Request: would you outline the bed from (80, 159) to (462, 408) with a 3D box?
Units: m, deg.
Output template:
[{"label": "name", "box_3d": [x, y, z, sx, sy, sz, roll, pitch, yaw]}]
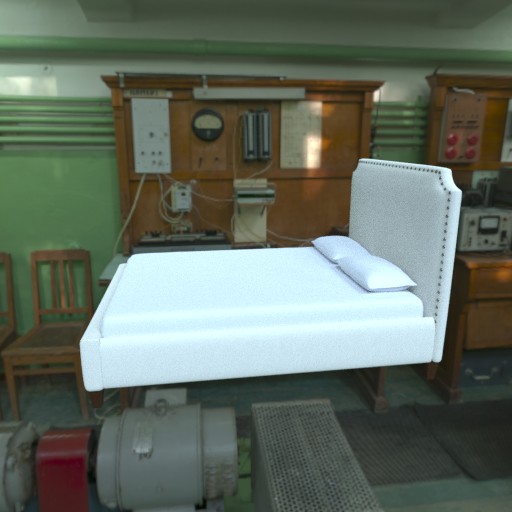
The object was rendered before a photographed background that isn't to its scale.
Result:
[{"label": "bed", "box_3d": [0.000, 0.000, 3.514, 2.372, 1.443, 1.712, -2, 15, -9]}]
